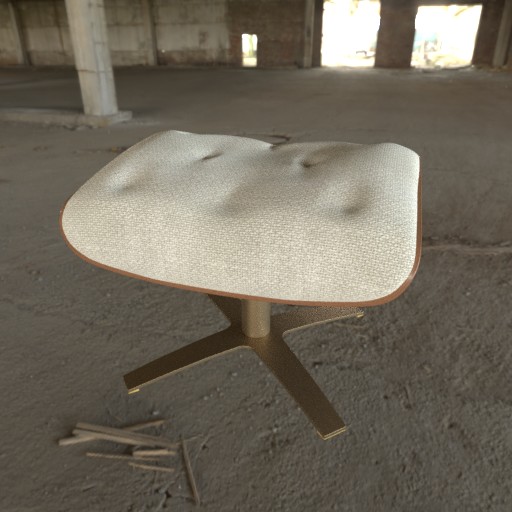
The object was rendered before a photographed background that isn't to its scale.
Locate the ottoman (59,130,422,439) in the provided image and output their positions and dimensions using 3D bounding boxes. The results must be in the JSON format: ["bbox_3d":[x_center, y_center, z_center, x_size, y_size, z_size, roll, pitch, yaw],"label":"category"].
[{"bbox_3d":[0.000,0.000,0.800,0.520,0.391,0.394,8,27,15],"label":"ottoman"}]
